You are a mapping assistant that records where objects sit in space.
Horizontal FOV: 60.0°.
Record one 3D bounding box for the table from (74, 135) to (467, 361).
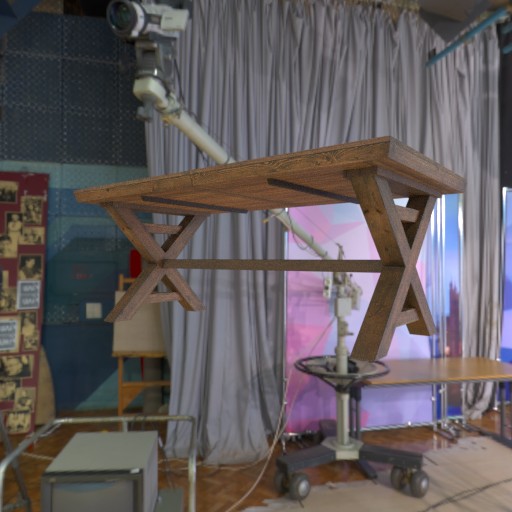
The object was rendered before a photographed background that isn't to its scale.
[{"bbox_3d":[0.000,0.000,2.498,1.966,0.793,1.071,0,0,38],"label":"table"}]
